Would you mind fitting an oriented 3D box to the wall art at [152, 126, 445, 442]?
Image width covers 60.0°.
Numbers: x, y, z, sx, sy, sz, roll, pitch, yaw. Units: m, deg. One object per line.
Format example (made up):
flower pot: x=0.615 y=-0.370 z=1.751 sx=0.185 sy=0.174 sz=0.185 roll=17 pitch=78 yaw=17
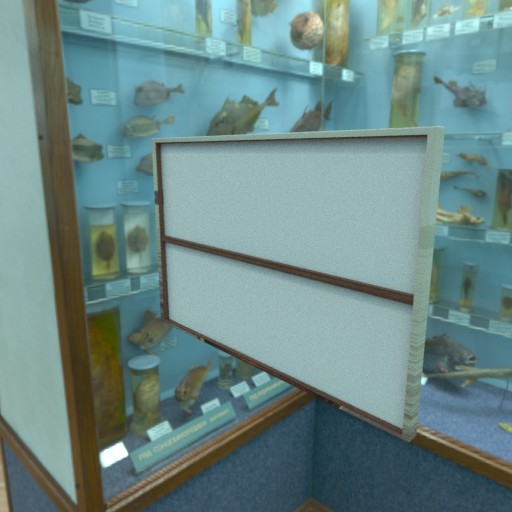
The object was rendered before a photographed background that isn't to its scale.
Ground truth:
wall art: x=0.000 y=0.000 z=1.442 sx=0.040 sy=0.765 sz=1.149 roll=-12 pitch=18 yaw=-42
